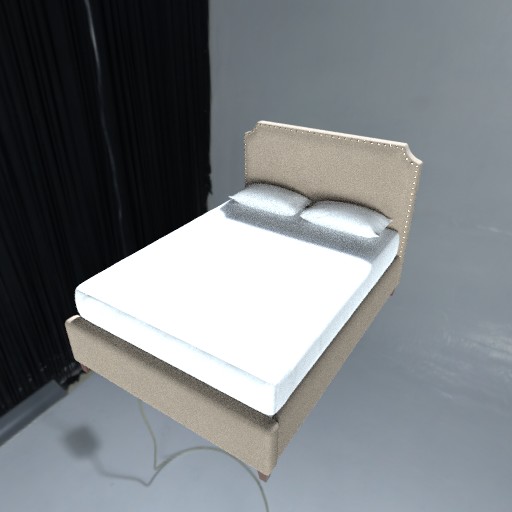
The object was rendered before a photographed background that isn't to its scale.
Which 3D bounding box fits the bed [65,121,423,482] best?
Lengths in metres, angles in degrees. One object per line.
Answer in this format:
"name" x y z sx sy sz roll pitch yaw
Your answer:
"bed" 0.000 0.000 3.413 1.703 1.415 2.329 18 35 28
